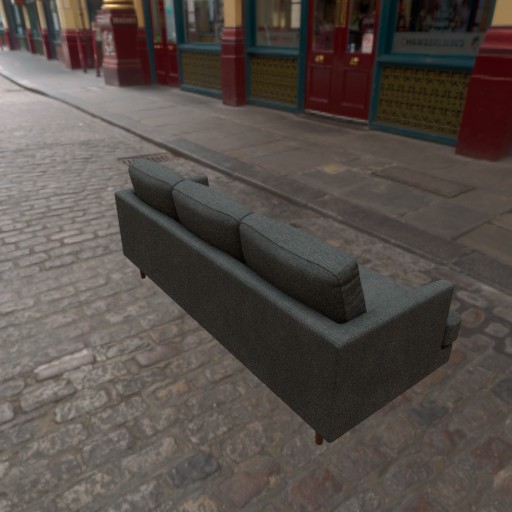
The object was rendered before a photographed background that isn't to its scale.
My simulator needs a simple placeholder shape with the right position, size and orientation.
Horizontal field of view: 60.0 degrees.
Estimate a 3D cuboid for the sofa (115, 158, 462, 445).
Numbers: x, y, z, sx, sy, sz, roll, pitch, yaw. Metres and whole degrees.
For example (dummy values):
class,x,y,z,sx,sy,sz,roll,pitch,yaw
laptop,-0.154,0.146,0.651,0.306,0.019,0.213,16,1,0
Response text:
class,x,y,z,sx,sy,sz,roll,pitch,yaw
sofa,0.000,0.000,2.725,0.903,0.930,2.246,-18,32,-32
